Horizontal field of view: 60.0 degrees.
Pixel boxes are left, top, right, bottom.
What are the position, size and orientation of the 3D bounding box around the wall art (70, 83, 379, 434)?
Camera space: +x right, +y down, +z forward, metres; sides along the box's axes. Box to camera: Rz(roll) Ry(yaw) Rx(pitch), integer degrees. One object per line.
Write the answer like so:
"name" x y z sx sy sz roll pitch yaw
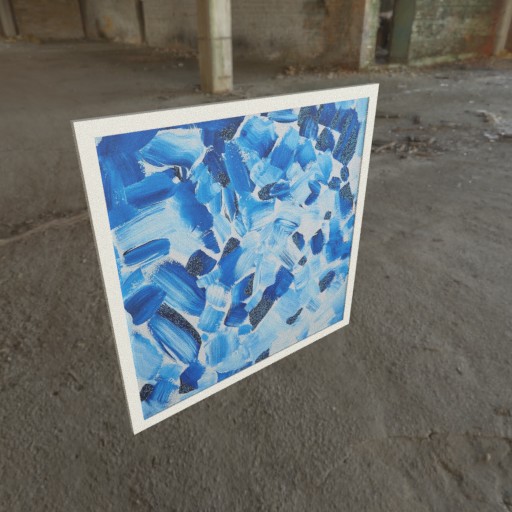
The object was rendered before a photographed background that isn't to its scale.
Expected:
"wall art" 0.000 0.000 0.972 0.660 0.660 0.015 -19 34 -31
